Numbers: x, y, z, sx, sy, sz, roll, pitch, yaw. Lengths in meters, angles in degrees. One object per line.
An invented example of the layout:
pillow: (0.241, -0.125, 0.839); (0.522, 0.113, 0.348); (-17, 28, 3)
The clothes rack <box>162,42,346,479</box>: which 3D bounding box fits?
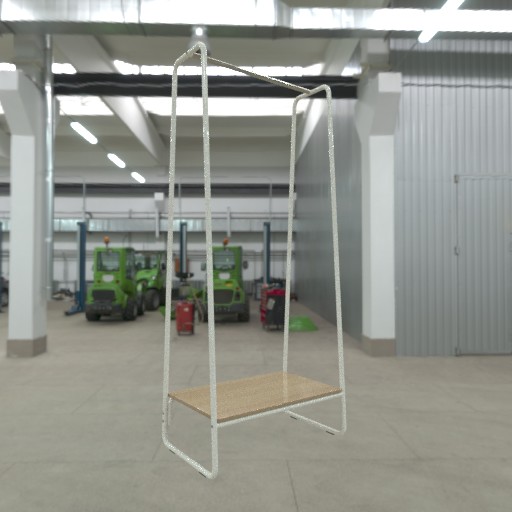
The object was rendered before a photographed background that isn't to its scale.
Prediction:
clothes rack: (0.000, 0.000, 1.802); (0.640, 1.500, 0.400); (1, -1, -37)
